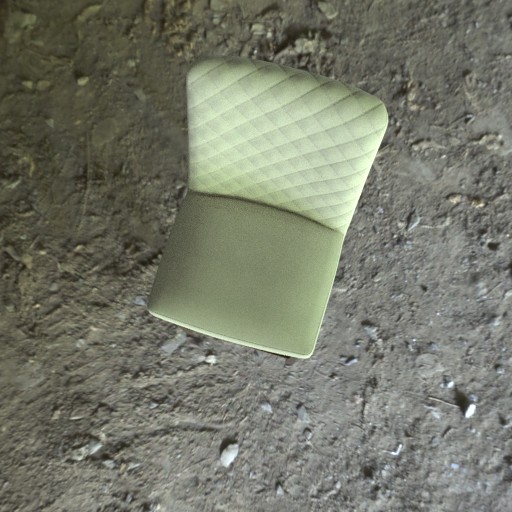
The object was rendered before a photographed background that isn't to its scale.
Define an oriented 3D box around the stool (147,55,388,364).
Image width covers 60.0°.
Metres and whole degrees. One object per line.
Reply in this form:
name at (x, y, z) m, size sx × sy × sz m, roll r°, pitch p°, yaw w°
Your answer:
stool at (0.000, 0.000, 1.352) m, size 0.462 × 1.084 × 0.546 m, roll 16°, pitch 76°, yaw 4°
